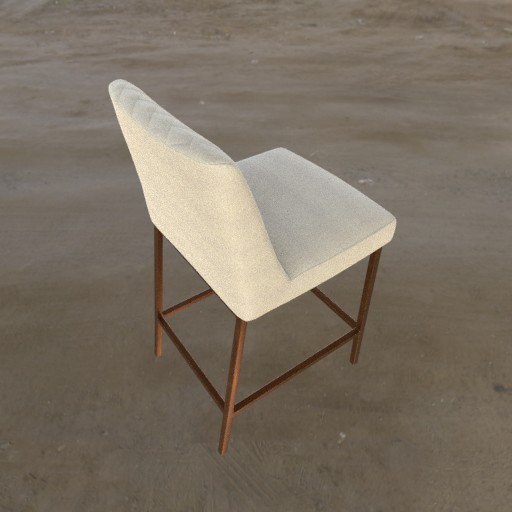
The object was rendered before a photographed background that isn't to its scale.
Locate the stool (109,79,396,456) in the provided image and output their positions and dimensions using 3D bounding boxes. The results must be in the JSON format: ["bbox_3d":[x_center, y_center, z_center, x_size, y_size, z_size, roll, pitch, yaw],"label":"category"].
[{"bbox_3d":[0.000,0.000,1.260,0.576,0.973,0.507,-25,48,-26],"label":"stool"}]
